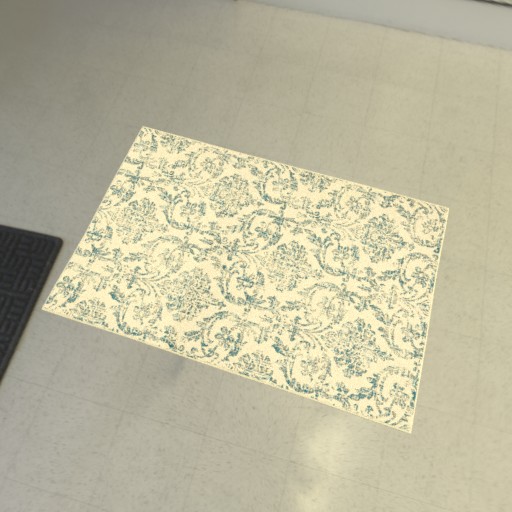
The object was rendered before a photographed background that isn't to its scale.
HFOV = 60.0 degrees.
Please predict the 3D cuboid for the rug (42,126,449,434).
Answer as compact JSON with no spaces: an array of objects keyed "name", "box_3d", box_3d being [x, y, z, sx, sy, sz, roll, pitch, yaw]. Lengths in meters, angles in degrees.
[{"name":"rug","box_3d":[0.000,0.000,3.460,2.746,0.018,1.819,17,66,7]}]
